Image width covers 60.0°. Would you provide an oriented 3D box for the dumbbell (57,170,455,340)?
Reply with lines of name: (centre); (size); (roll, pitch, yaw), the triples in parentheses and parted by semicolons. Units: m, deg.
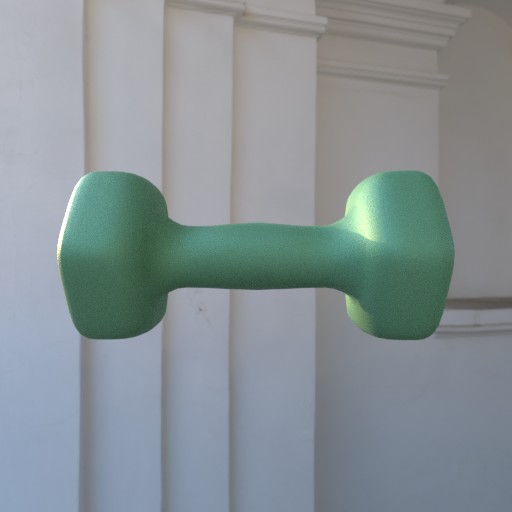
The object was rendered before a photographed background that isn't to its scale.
dumbbell: (0.000, 0.000, 0.324); (0.260, 0.117, 0.129); (0, -2, 1)
